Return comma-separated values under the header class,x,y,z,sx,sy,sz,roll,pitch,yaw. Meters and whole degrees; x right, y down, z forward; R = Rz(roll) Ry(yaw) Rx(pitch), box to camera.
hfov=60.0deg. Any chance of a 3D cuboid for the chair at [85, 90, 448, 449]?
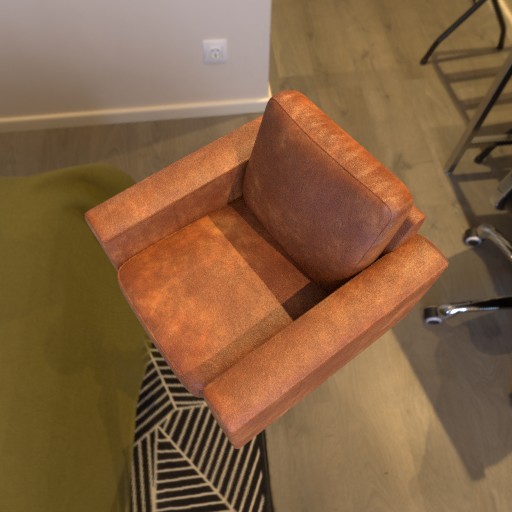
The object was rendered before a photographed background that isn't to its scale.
class,x,y,z,sx,sy,sz,roll,pitch,yaw
chair,0.000,0.000,1.757,1.016,0.873,1.005,-33,67,-16
